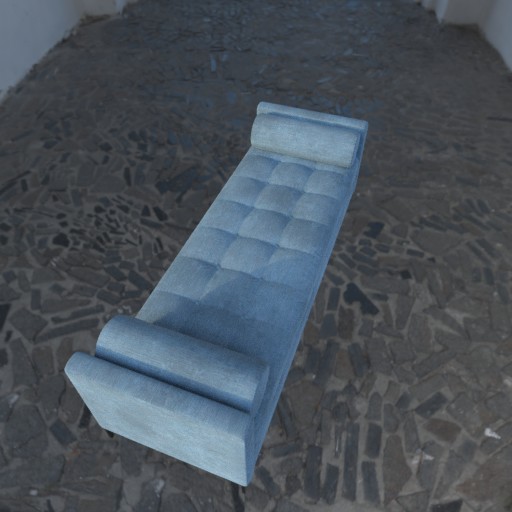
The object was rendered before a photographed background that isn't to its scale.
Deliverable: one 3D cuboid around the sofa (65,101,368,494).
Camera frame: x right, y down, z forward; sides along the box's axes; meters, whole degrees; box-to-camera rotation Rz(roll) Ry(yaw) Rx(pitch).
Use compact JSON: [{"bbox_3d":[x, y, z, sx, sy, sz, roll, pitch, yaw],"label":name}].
[{"bbox_3d":[0.000,0.000,2.288,0.686,0.635,1.981,16,49,14],"label":"sofa"}]
